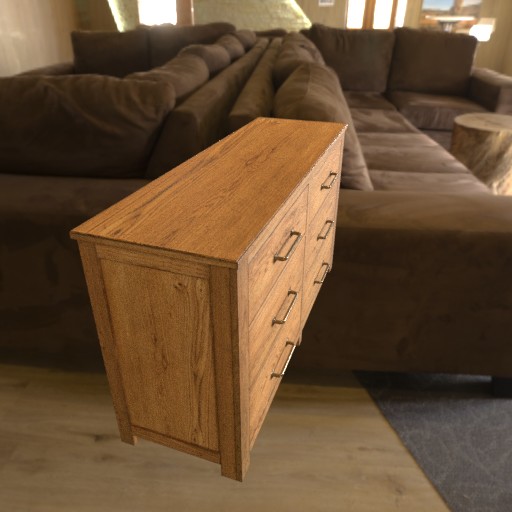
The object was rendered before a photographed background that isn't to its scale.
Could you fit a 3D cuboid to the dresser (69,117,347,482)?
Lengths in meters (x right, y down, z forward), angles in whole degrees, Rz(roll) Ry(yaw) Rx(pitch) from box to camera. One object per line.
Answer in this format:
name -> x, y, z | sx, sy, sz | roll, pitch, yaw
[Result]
dresser -> 0.000, 0.000, 2.115 | 0.563, 0.932, 1.657 | 10, 31, 17
